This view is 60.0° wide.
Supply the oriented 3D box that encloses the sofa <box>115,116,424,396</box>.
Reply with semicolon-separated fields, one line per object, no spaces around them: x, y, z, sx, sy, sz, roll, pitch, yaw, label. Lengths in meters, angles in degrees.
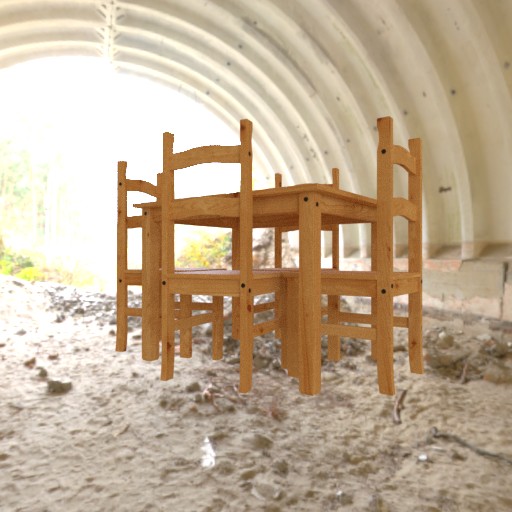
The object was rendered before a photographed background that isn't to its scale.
0.000;0.000;2.205;1.529;1.000;1.144;0;0;36;sofa
